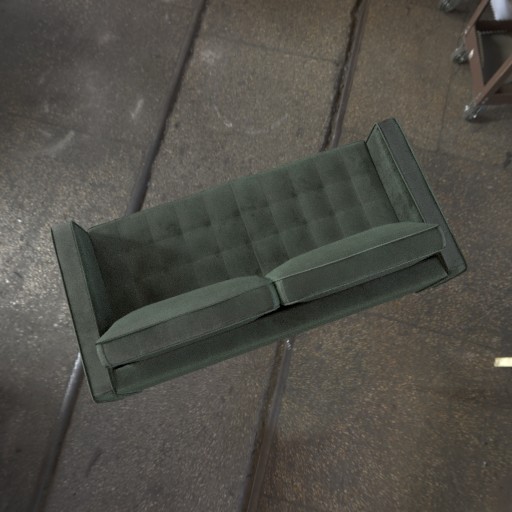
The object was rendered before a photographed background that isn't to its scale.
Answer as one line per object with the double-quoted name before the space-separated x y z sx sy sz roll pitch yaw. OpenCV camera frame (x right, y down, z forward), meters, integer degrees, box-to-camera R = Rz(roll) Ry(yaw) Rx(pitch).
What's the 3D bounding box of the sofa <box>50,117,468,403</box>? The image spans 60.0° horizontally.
"sofa" 0.000 0.000 2.260 1.816 0.781 0.886 -19 76 -5
